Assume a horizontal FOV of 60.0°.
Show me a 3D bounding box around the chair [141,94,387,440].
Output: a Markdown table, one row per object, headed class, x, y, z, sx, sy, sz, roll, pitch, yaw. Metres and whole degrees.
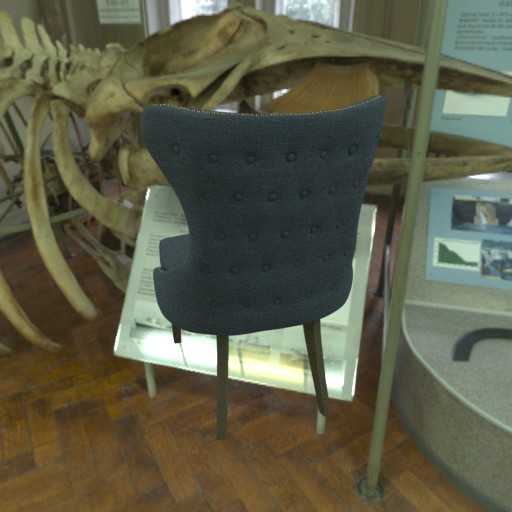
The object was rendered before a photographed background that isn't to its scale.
| class | x | y | z | sx | sy | sz | roll | pitch | yaw |
| --- | --- | --- | --- | --- | --- | --- | --- | --- | --- |
| chair | 0.000 | 0.000 | 1.371 | 0.628 | 0.967 | 0.635 | -7 | 27 | -14 |
